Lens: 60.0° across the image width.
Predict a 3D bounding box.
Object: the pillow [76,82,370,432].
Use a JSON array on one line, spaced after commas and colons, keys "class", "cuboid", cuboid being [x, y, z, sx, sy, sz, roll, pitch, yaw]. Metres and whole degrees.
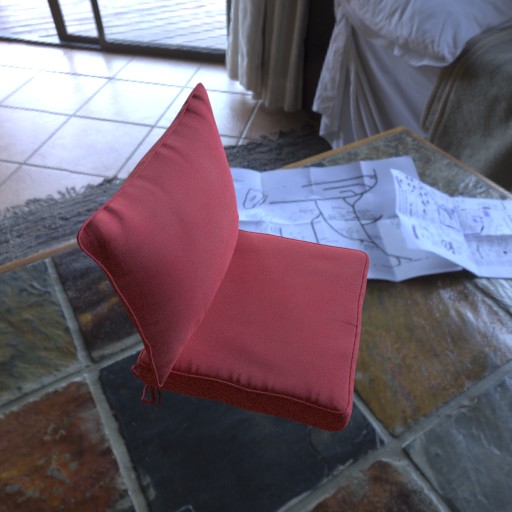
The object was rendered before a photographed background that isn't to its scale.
[{"class": "pillow", "cuboid": [0.000, 0.000, 1.372, 0.733, 0.725, 0.798, 11, 46, 10]}]
